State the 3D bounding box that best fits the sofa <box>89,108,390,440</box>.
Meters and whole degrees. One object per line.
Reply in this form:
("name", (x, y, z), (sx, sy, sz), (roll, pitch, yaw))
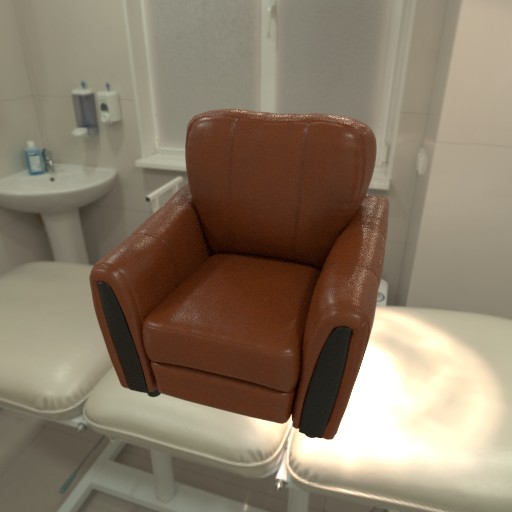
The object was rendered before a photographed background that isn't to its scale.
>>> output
("sofa", (0.000, 0.000, 1.513), (0.836, 0.876, 0.789), (9, 29, 16))
